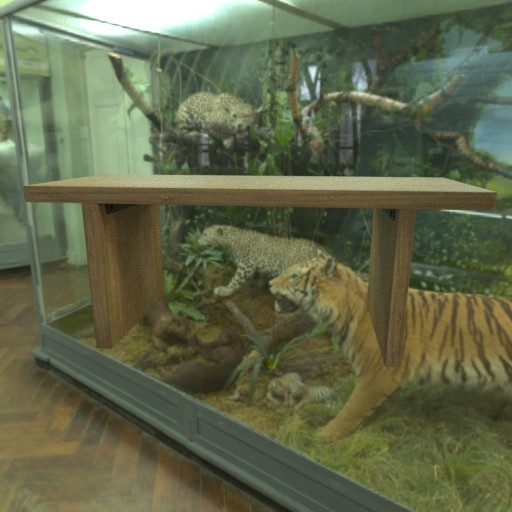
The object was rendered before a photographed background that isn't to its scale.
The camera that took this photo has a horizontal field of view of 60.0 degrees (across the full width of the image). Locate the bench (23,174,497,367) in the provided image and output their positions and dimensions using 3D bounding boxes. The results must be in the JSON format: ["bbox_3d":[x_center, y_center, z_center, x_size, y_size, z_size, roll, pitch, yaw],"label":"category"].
[{"bbox_3d":[0.000,0.000,1.374,1.183,0.458,0.458,2,14,7],"label":"bench"}]
